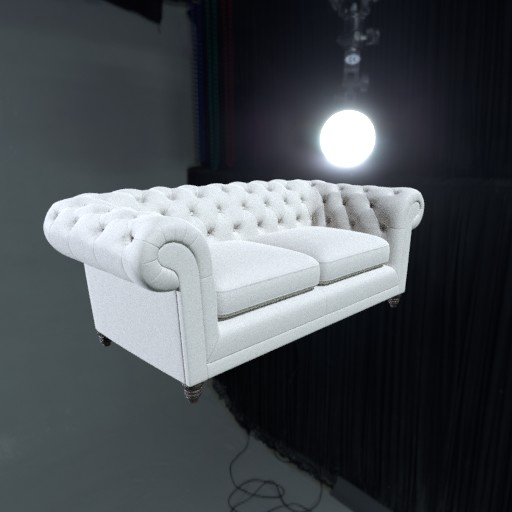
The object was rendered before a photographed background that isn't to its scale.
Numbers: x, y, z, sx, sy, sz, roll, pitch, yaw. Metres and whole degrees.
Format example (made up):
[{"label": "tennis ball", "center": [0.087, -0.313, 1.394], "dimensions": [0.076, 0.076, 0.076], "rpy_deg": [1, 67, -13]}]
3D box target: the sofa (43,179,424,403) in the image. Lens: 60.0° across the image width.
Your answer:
[{"label": "sofa", "center": [0.000, 0.000, 2.460], "dimensions": [1.998, 0.764, 0.986], "rpy_deg": [-13, 18, -43]}]
